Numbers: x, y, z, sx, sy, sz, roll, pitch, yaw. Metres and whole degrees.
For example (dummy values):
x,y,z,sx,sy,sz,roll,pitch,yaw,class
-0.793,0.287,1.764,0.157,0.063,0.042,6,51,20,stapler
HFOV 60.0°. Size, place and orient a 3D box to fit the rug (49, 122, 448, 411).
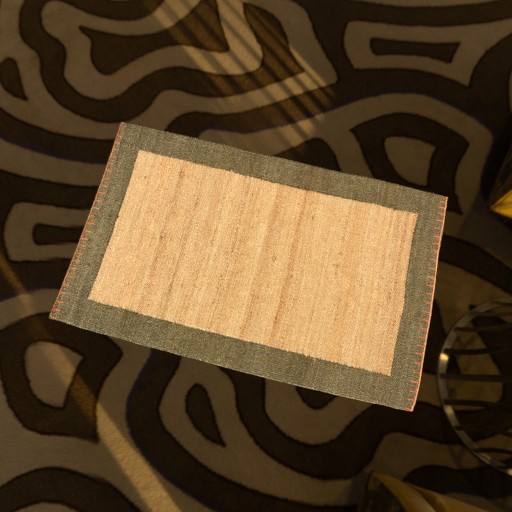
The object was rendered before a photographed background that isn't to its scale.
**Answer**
x,y,z,sx,sy,sz,roll,pitch,yaw,class
0.000,0.000,3.019,2.435,0.006,1.521,14,76,3,rug
